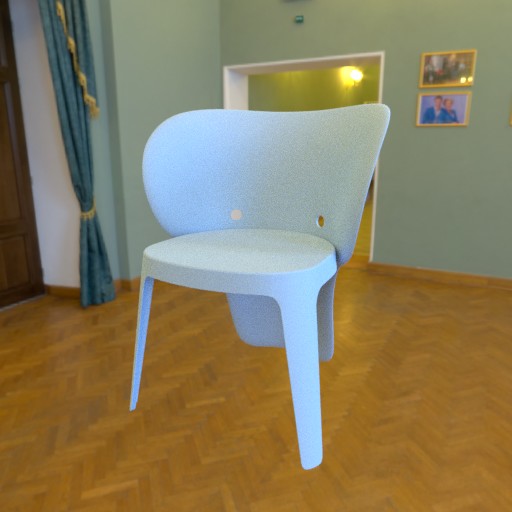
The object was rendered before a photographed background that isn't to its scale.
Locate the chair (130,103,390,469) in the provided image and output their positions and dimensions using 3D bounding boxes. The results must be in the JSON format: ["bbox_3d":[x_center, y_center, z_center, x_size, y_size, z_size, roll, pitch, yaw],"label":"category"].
[{"bbox_3d":[0.000,0.000,0.837,0.451,0.554,0.402,7,16,25],"label":"chair"}]
